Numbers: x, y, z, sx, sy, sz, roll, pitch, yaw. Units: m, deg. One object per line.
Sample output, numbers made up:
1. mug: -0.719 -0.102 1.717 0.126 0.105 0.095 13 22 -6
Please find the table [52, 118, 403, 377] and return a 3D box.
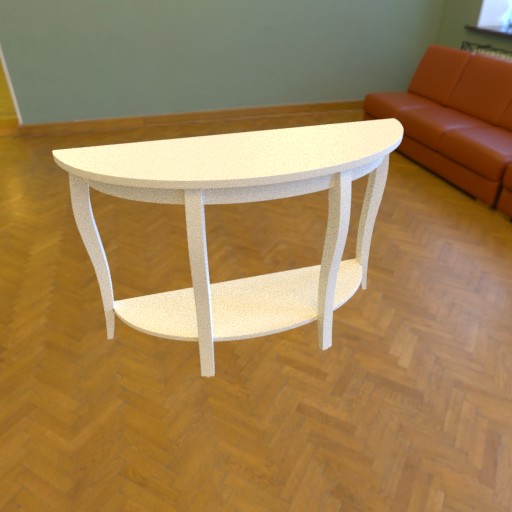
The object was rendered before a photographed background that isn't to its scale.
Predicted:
1. table: 0.000 0.000 1.600 1.219 0.780 0.394 -9 34 -14
